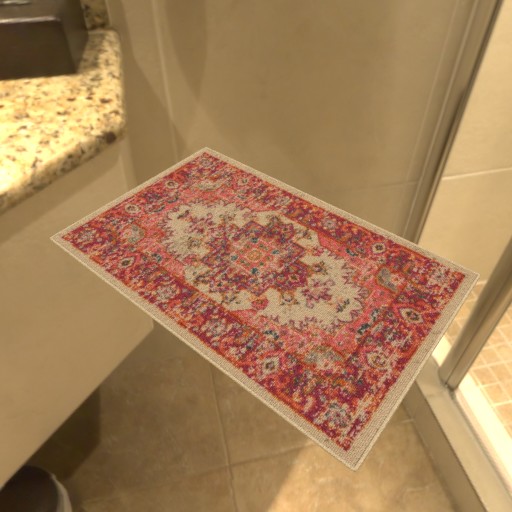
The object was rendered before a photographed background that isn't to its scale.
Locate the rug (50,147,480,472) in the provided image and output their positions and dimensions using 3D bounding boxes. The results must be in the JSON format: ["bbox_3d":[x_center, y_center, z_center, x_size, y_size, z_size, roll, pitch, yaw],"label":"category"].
[{"bbox_3d":[0.000,0.000,1.049,0.868,0.004,0.556,30,52,27],"label":"rug"}]
